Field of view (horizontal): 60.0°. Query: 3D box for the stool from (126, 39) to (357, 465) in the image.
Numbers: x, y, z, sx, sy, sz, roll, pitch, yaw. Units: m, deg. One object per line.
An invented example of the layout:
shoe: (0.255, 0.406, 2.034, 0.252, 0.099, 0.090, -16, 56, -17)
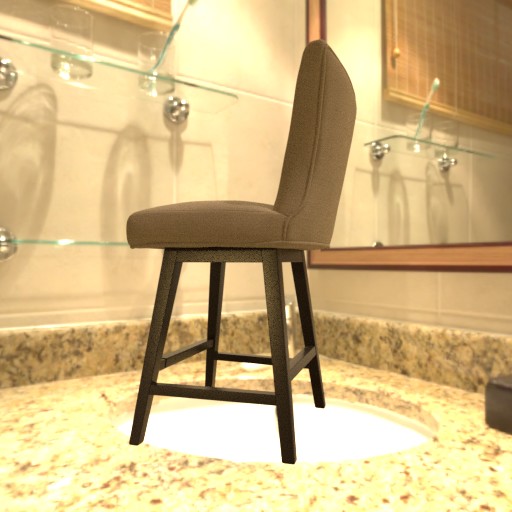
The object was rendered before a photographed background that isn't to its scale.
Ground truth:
stool: (0.000, 0.000, 1.319, 0.574, 1.000, 0.514, 0, 0, 18)
